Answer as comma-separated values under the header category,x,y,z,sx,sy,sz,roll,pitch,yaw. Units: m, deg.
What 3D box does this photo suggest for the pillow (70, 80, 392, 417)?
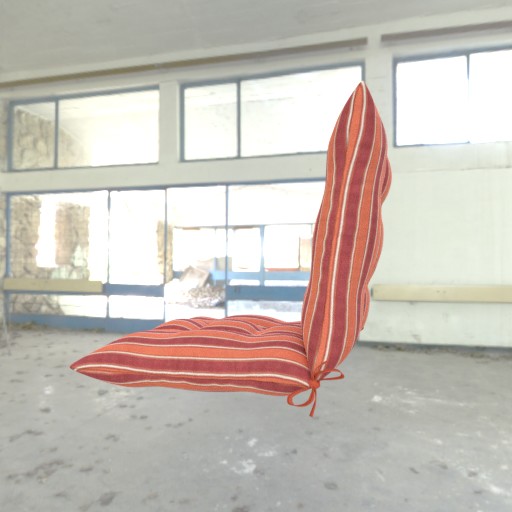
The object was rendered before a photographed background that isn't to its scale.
category,x,y,z,sx,sy,sz,roll,pitch,yaw
pillow,0.000,0.000,0.995,0.585,0.536,0.541,0,-1,16
